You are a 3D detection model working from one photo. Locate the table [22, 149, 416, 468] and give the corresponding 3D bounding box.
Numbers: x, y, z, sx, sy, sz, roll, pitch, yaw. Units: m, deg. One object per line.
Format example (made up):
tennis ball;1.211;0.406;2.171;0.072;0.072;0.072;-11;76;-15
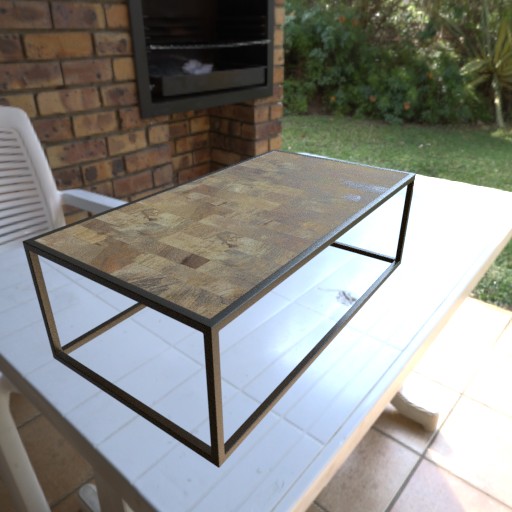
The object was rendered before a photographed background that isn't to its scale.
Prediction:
table;0.000;0.000;1.516;0.649;0.398;1.199;18;32;31
